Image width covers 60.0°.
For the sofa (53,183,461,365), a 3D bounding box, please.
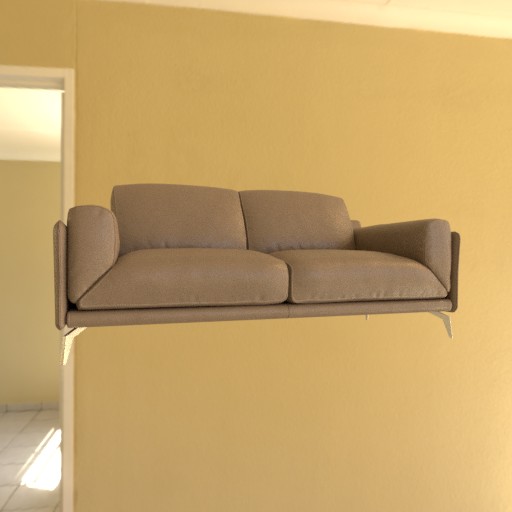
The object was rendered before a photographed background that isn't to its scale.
[{"bbox_3d":[0.000,0.000,2.619,2.101,0.930,1.049,0,-1,-19],"label":"sofa"}]
